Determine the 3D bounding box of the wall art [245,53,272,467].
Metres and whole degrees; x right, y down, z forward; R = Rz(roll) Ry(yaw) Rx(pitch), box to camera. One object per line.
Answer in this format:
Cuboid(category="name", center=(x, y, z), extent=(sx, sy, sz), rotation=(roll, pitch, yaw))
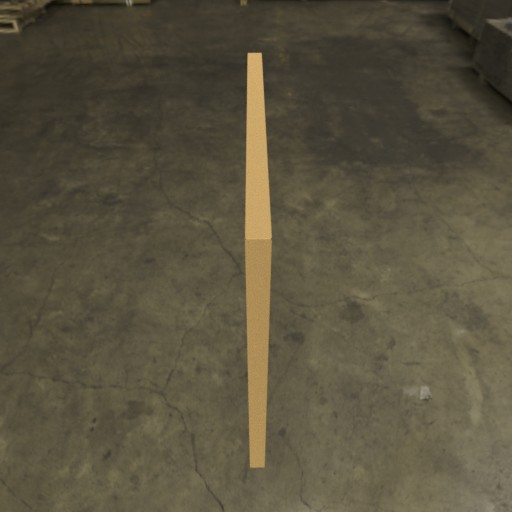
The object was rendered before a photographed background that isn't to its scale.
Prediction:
Cuboid(category="wall art", center=(0.000, 0.000, 1.149), extent=(0.037, 0.761, 0.761), rotation=(0, 42, 0))
